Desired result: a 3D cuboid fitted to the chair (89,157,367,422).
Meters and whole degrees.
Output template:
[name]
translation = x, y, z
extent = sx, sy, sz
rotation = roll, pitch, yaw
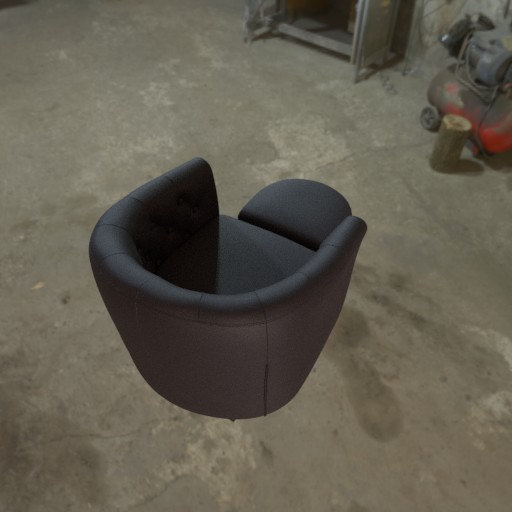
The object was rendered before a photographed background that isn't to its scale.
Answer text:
[chair]
translation = 0.000, 0.000, 1.717
extent = 0.763, 0.760, 1.191
rotation = 24, 51, 21
